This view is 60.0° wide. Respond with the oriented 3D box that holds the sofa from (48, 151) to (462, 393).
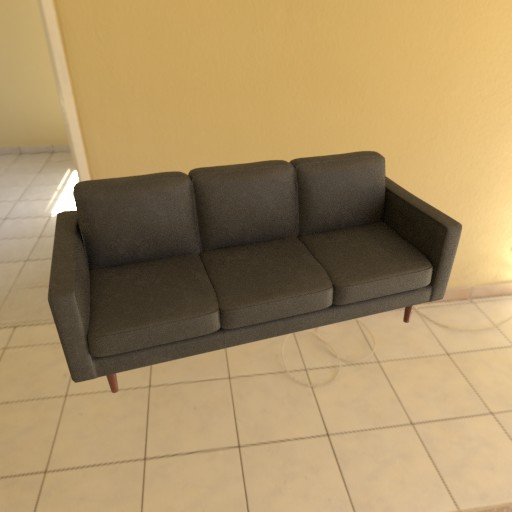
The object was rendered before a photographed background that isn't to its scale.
[{"bbox_3d":[0.000,0.000,2.483,2.029,0.899,0.879,-10,33,-16],"label":"sofa"}]
